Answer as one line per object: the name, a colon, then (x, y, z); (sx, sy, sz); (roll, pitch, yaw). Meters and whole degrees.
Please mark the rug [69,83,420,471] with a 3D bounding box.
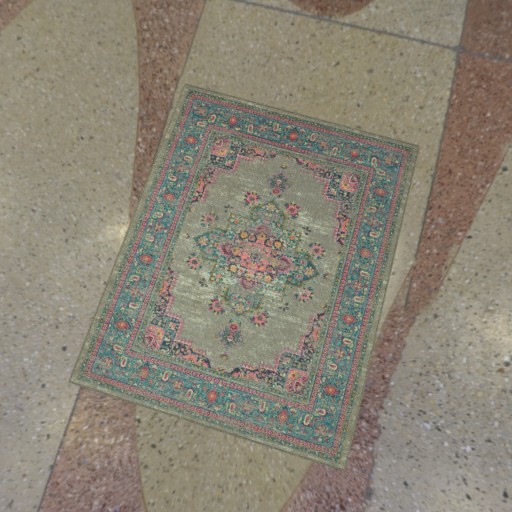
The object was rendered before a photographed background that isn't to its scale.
rug: (0.000, 0.000, 4.058); (2.434, 0.013, 3.057); (16, 76, 4)
